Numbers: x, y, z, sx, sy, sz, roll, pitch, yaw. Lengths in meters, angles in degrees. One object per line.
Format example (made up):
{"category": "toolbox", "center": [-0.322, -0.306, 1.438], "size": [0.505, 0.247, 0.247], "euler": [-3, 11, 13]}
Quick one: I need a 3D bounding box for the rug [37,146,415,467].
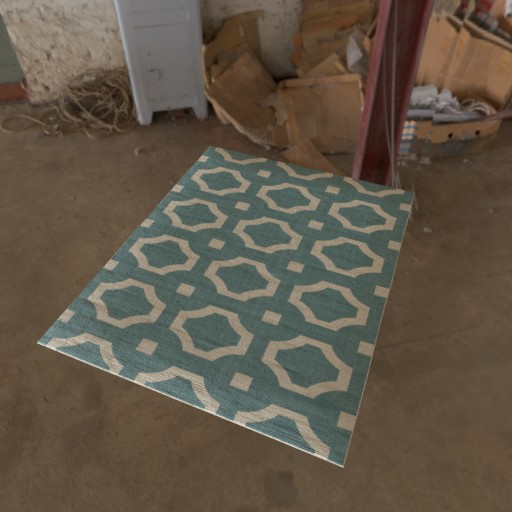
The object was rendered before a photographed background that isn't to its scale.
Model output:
{"category": "rug", "center": [0.000, 0.000, 4.132], "size": [2.466, 0.021, 3.049], "euler": [16, 48, 15]}
